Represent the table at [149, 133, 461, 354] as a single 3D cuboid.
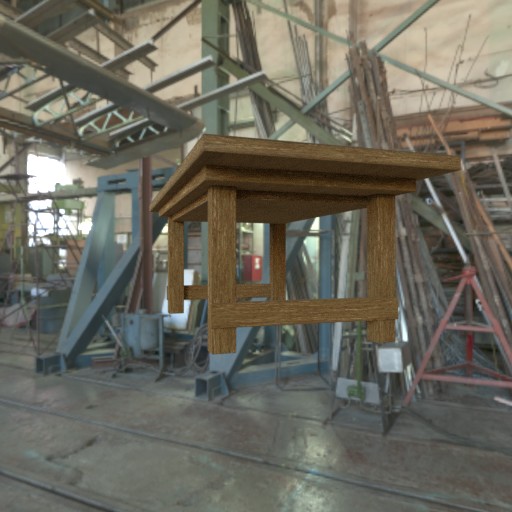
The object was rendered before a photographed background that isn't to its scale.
[{"bbox_3d":[0.000,0.000,2.478,1.000,0.762,1.982,0,0,-18],"label":"table"}]
